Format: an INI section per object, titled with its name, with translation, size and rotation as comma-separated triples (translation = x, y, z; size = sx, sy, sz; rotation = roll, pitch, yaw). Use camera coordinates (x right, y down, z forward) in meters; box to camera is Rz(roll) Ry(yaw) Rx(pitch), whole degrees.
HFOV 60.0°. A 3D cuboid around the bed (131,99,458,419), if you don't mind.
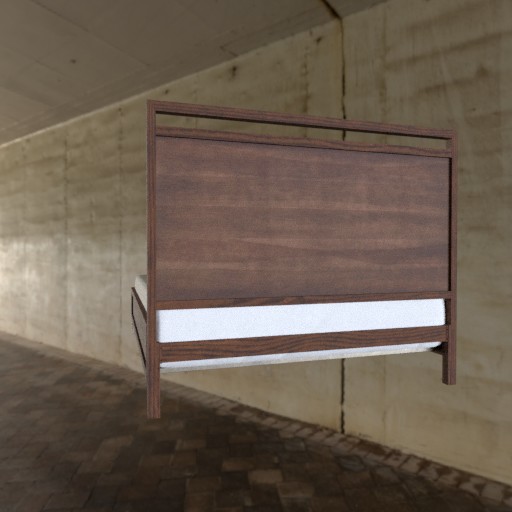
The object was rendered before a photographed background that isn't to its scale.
[bed]
translation = 0.000, 0.000, 3.381
size = 1.765, 1.487, 2.218
rotation = 0, 1, -18
